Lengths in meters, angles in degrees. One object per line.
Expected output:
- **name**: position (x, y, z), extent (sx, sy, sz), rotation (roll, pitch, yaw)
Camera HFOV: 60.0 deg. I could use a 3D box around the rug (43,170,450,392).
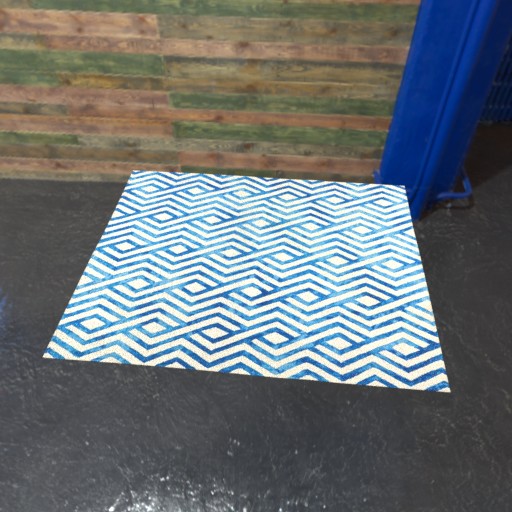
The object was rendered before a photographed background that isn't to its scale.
- **rug**: position (0.000, 0.000, 4.147), extent (3.059, 0.008, 2.453), rotation (4, 46, 4)
